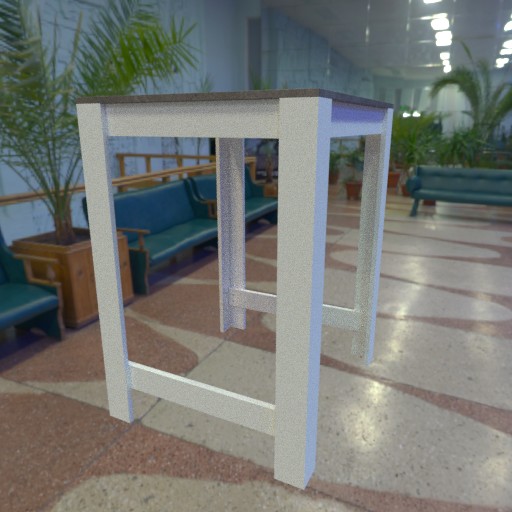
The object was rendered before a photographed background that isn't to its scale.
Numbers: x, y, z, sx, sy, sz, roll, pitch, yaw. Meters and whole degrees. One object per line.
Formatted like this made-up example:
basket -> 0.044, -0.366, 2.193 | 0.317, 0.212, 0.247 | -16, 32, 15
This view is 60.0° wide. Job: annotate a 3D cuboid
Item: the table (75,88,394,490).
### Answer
table -> 0.000, 0.000, 1.544 | 0.700, 1.020, 0.800 | 8, 18, 26
